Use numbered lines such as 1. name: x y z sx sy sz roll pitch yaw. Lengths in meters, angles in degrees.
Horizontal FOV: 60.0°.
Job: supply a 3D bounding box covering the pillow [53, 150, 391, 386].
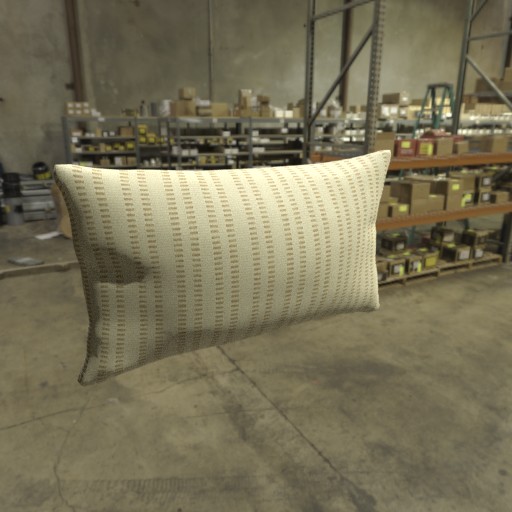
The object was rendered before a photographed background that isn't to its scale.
1. pillow: 0.000 0.000 0.799 0.640 0.353 0.210 -9 19 -28
